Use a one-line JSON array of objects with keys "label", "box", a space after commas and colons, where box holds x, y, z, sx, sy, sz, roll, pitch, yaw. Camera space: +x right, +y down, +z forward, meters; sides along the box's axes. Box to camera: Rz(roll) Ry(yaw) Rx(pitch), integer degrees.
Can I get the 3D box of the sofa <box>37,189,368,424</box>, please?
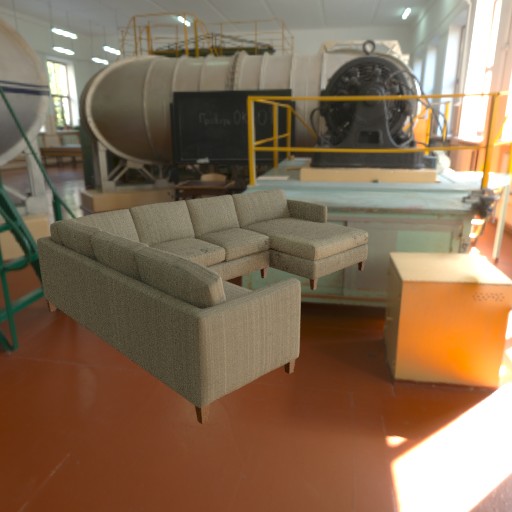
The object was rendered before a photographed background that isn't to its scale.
[{"label": "sofa", "box": [0.000, 0.000, 4.608, 3.460, 0.961, 2.594, -16, 23, -42]}]
